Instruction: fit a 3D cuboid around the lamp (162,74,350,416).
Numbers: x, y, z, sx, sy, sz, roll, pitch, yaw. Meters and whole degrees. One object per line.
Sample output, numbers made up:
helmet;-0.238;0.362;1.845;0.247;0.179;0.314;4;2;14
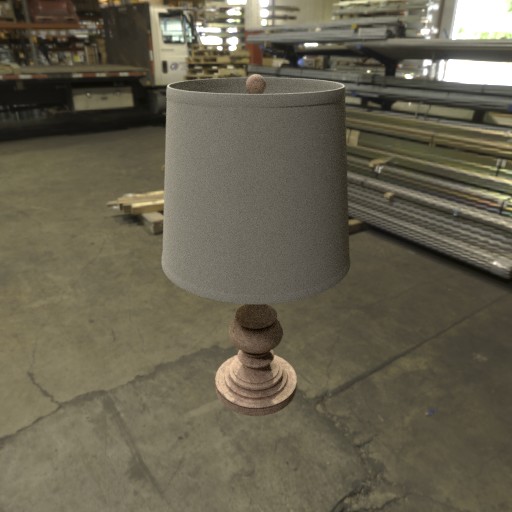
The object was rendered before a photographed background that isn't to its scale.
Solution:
lamp;0.000;0.000;0.653;0.273;0.497;0.273;0;26;0
